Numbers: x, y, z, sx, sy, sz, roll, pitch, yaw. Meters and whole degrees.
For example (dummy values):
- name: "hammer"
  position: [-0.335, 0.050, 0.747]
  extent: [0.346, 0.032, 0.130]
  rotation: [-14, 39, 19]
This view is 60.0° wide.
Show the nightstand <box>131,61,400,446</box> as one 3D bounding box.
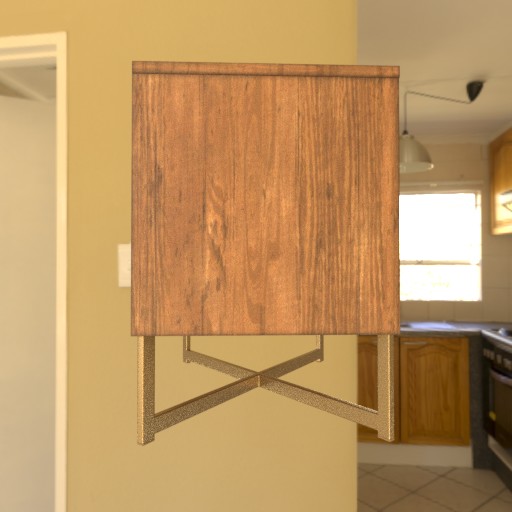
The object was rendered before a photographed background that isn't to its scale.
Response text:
- name: "nightstand"
  position: [0.000, 0.000, 1.012]
  extent: [0.446, 0.610, 0.610]
  rotation: [0, -1, -2]
